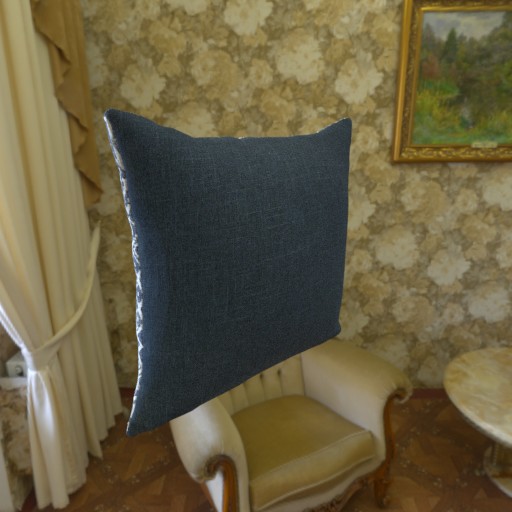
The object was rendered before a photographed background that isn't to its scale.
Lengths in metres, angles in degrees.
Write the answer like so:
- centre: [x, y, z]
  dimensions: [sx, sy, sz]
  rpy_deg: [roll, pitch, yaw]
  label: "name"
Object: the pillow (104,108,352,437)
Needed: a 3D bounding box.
- centre: [0.000, 0.000, 0.793]
  dimensions: [0.546, 0.487, 0.180]
  rpy_deg: [-15, 22, -42]
  label: "pillow"
